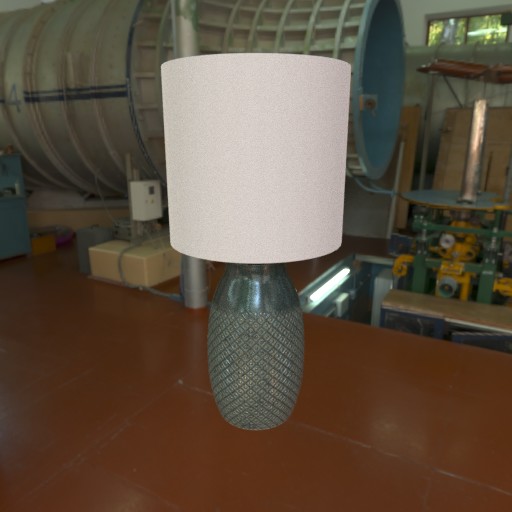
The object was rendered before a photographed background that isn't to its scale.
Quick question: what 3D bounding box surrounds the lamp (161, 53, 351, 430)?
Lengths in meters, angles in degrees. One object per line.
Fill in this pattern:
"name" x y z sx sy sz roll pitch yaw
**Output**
"lamp" 0.000 0.000 0.577 0.217 0.453 0.217 -8 18 -26
